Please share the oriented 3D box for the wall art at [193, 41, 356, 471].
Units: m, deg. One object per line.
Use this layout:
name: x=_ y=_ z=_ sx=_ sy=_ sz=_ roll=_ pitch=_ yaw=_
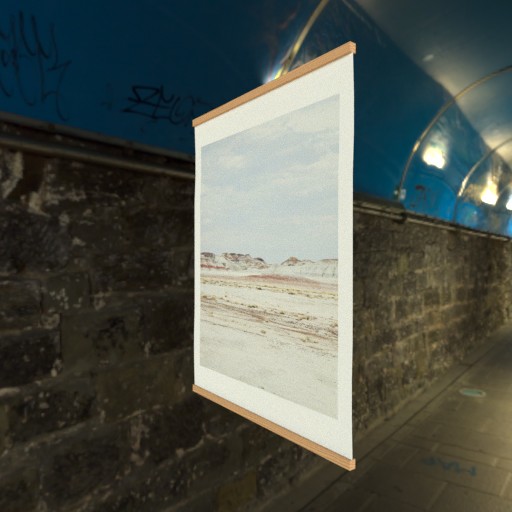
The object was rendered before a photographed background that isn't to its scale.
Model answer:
wall art: x=0.000 y=0.000 z=0.812 sx=0.011 sy=0.605 sz=0.458 roll=0 pitch=0 yaw=-37
